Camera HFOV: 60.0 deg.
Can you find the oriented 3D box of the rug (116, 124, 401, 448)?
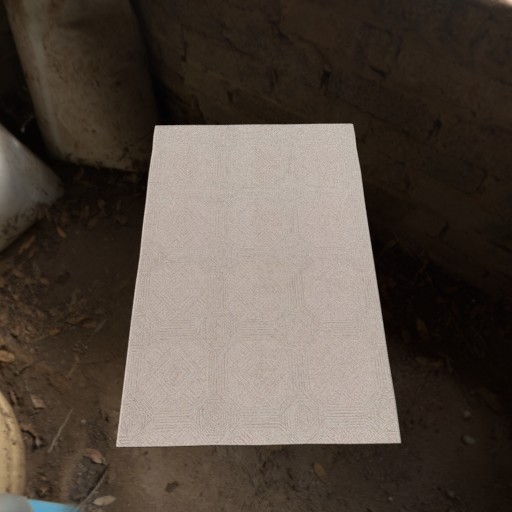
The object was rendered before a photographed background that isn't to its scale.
[{"bbox_3d":[0.000,0.000,2.328,1.236,0.009,1.839,-1,62,0],"label":"rug"}]
